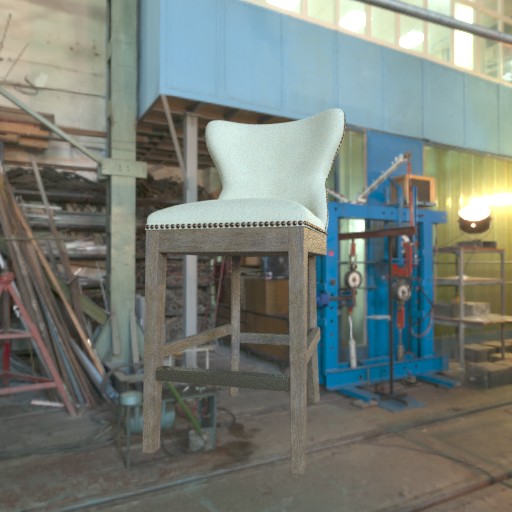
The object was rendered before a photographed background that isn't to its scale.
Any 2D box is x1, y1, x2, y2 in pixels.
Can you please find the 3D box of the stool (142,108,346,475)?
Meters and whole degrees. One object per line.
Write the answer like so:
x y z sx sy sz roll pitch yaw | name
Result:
0.000 0.000 1.331 0.498 0.981 0.608 0 -1 17 | stool
